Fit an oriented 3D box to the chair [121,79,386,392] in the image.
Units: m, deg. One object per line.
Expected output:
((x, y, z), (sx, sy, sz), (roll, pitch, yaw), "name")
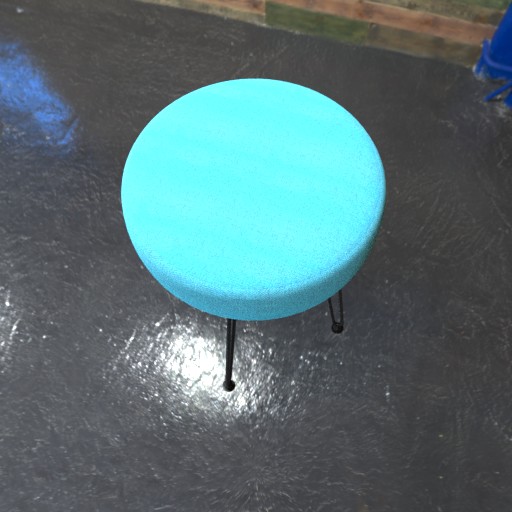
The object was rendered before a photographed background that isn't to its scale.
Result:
((0.000, 0.000, 0.675), (0.350, 0.440, 0.350), (16, 65, 8), "chair")
